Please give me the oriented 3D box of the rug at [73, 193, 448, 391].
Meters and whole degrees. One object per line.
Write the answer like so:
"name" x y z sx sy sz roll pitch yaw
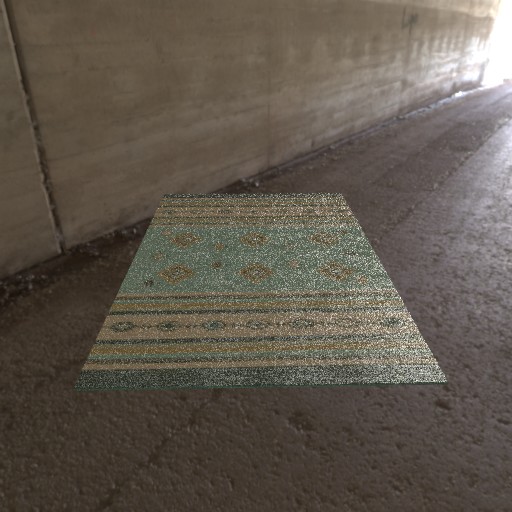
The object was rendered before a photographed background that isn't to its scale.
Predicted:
"rug" 0.000 0.000 2.233 1.212 0.010 1.811 -1 28 -1
